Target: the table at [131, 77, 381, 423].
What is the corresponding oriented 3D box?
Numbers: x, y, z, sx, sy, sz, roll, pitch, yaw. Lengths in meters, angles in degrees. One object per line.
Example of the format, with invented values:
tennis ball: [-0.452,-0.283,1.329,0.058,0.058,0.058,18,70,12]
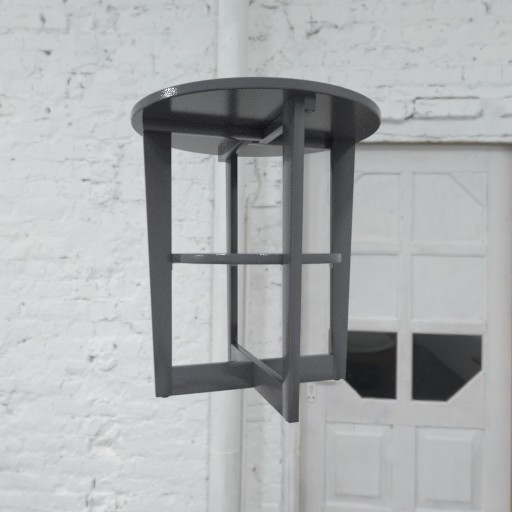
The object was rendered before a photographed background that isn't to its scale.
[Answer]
table: [0.000,0.000,0.923,0.500,0.550,0.500,0,1,0]
